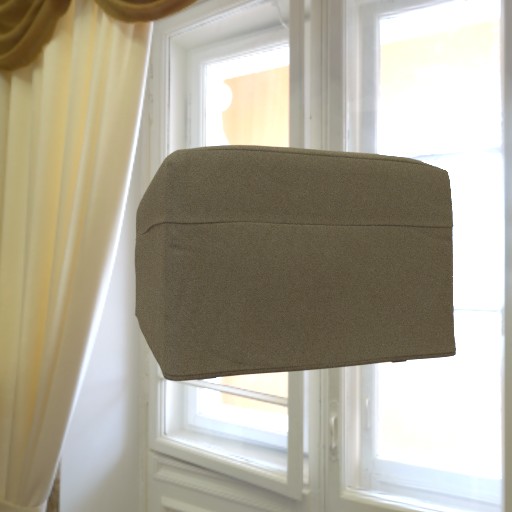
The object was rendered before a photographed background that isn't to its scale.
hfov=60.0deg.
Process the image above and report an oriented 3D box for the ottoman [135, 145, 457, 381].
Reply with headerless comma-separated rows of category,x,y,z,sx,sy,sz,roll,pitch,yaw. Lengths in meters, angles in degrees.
ottoman,0.000,0.000,1.187,0.590,0.444,0.872,0,0,-18
